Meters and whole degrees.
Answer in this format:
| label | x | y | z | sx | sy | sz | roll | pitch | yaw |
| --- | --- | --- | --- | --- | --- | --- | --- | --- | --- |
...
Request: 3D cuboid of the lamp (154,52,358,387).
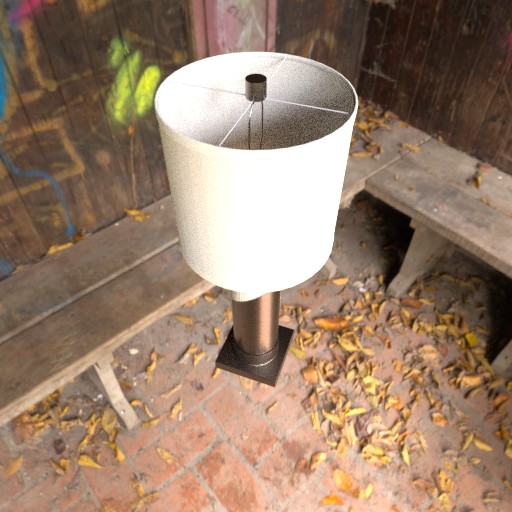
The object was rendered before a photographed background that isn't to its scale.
| label | x | y | z | sx | sy | sz | roll | pitch | yaw |
| --- | --- | --- | --- | --- | --- | --- | --- | --- | --- |
| lamp | 0.000 | 0.000 | 0.619 | 0.202 | 0.509 | 0.202 | 15 | 49 | 14 |
